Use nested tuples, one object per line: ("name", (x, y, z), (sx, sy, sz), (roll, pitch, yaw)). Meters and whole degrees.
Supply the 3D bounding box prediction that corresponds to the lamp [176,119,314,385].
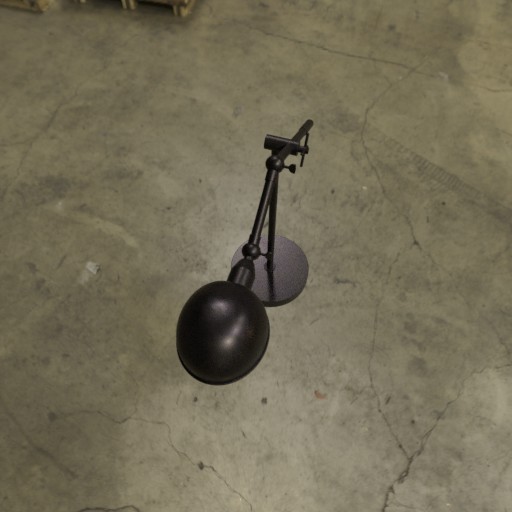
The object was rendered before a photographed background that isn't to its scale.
("lamp", (0.000, 0.000, 0.817), (0.185, 0.495, 0.567), (15, 60, 9))
